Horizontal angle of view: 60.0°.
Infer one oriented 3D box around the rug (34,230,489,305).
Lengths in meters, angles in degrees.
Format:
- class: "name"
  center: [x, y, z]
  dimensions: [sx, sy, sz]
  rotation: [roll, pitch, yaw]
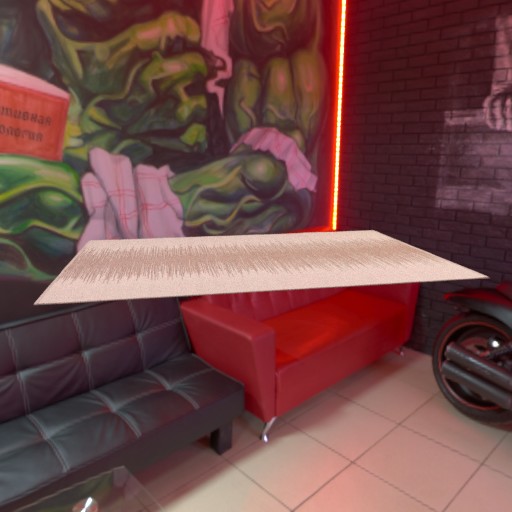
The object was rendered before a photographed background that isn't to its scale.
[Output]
- class: "rug"
  center: [0.000, 0.000, 3.047]
  dimensions: [2.440, 0.012, 1.522]
  rotation: [-3, 14, -10]
